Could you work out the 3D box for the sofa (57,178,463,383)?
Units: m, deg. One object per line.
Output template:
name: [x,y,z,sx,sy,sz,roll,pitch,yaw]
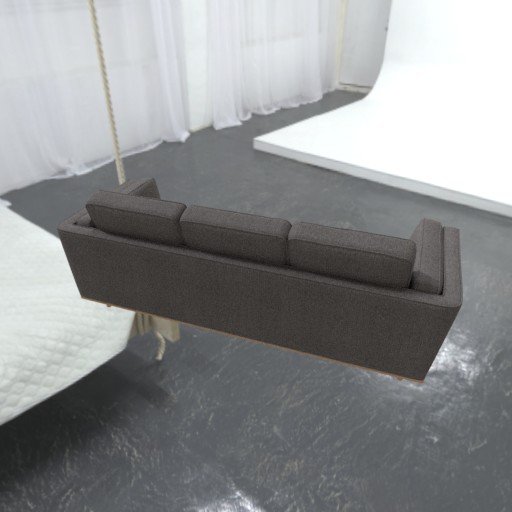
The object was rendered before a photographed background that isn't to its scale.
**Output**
sofa: [0.000,0.000,2.851,2.362,0.899,0.903,11,33,17]
